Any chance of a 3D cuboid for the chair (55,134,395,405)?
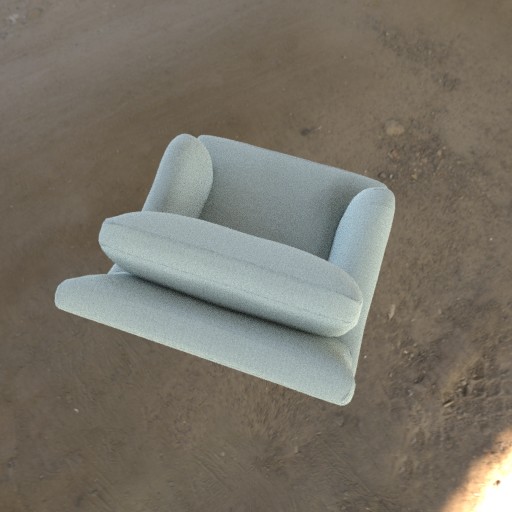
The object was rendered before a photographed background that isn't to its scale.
[{"bbox_3d":[0.000,0.000,1.828,0.955,1.038,1.070,17,66,8],"label":"chair"}]
